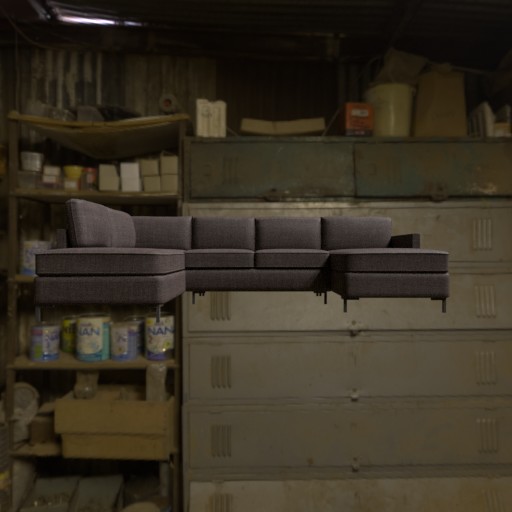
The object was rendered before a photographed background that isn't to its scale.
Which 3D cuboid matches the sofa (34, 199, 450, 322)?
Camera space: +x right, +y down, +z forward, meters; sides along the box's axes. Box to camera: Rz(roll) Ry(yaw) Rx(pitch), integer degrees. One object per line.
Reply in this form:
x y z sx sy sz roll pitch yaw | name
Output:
0.000 0.000 4.396 3.423 0.999 2.048 0 1 0 | sofa
